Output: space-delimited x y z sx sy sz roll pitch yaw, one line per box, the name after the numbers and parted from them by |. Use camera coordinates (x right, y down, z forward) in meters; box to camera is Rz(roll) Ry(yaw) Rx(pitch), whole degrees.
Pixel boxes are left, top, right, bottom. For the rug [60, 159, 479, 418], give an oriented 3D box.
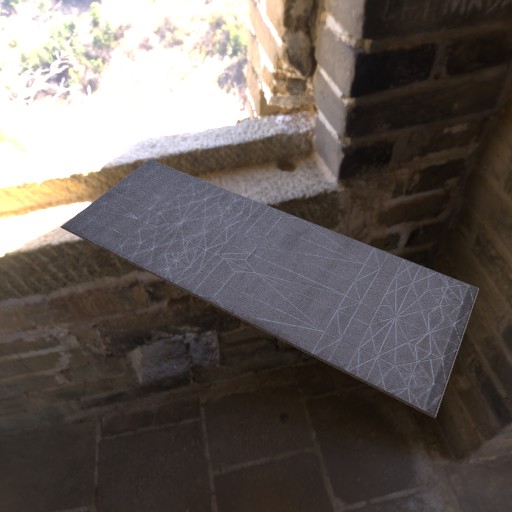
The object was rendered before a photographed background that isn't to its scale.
0.000 0.000 2.646 2.388 0.012 0.864 24 51 21 | rug
